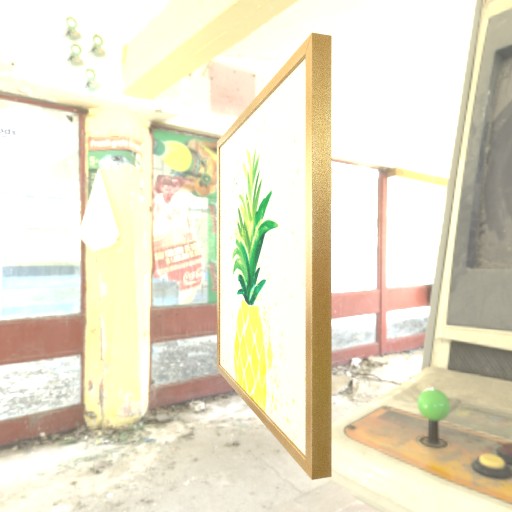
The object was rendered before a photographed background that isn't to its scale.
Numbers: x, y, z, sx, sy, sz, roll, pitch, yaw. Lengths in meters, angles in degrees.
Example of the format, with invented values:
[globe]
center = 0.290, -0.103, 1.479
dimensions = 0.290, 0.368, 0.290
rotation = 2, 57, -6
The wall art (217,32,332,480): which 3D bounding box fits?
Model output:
[wall art]
center = 0.000, 0.000, 1.122
dimensions = 0.037, 0.760, 0.762
rotation = 0, 0, -17
